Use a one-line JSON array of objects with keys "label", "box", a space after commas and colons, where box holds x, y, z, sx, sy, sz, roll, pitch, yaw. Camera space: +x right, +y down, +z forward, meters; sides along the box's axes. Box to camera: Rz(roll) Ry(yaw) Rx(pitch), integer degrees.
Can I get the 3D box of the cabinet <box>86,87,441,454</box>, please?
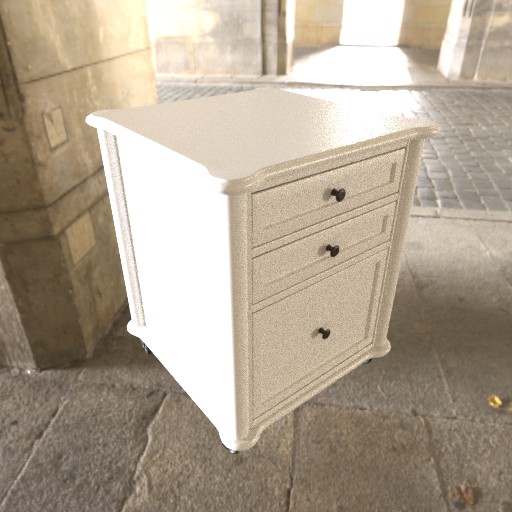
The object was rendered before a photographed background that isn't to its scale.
[{"label": "cabinet", "box": [0.000, 0.000, 1.243, 0.628, 0.761, 0.627, -22, 37, -32]}]
